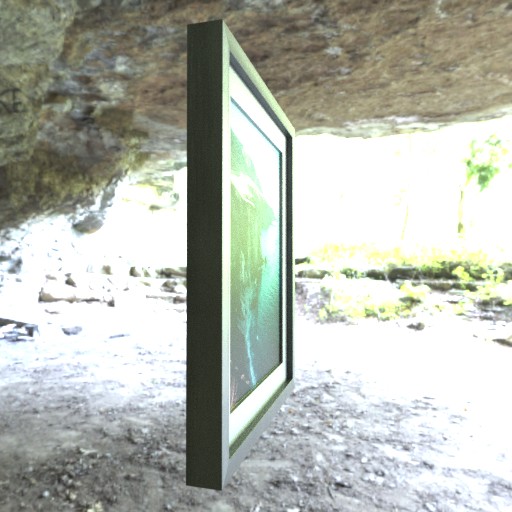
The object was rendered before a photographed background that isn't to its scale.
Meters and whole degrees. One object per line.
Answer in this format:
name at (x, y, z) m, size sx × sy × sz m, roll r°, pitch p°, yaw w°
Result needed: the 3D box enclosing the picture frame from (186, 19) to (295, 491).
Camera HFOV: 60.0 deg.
picture frame at (0.000, 0.000, 0.743) m, size 0.046 × 0.555 × 0.449 m, roll 0°, pitch -1°, yaw 16°
